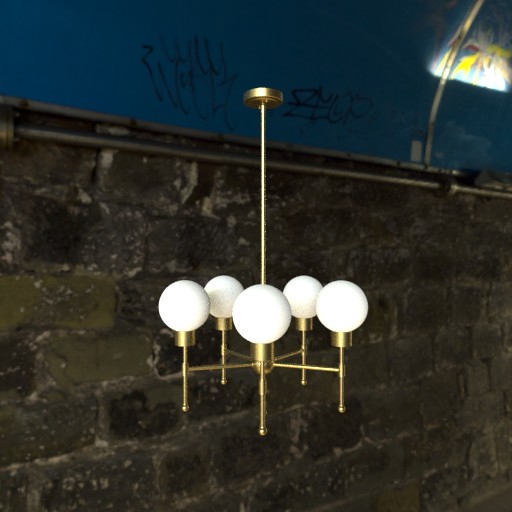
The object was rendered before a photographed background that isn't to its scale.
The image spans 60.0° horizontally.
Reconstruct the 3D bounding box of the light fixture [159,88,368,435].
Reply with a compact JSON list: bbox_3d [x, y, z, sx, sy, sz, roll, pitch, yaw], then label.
[{"bbox_3d":[0.000,0.000,1.829,0.785,1.331,0.815,0,0,-17],"label":"light fixture"}]
